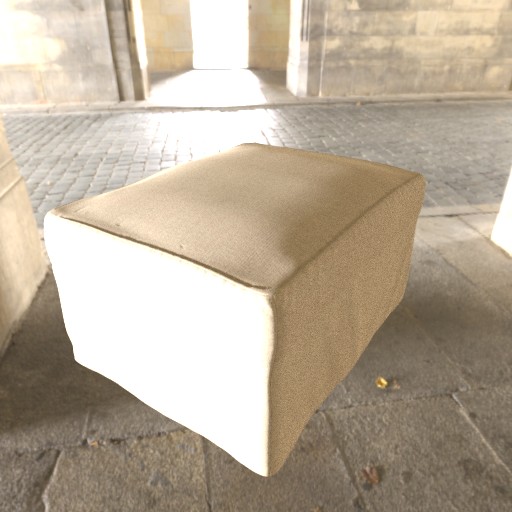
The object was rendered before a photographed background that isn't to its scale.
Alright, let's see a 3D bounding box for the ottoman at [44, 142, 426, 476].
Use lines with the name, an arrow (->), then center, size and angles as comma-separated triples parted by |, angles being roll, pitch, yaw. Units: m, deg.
ottoman -> 0.000, 0.000, 1.223 | 0.650, 0.485, 0.833 | 18, 33, 30
